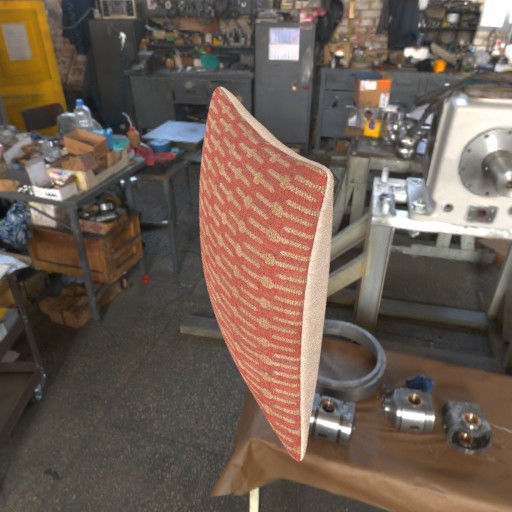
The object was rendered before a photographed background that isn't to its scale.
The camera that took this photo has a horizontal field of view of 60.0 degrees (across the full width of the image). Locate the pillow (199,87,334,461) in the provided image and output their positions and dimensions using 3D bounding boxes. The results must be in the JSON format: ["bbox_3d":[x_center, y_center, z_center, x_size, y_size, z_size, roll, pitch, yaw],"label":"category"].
[{"bbox_3d":[0.000,0.000,0.812,0.182,0.503,0.511,-9,33,-15],"label":"pillow"}]
